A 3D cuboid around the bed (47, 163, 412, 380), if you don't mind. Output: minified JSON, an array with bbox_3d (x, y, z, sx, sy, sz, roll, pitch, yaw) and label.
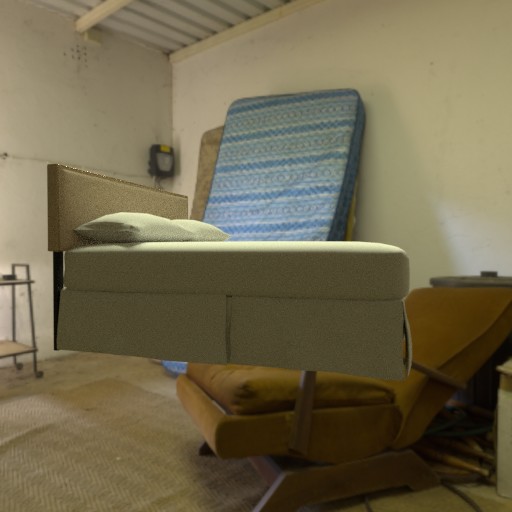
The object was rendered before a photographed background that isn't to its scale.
[{"bbox_3d":[0.000,0.000,2.866,1.876,1.016,1.616,0,1,17],"label":"bed"}]
